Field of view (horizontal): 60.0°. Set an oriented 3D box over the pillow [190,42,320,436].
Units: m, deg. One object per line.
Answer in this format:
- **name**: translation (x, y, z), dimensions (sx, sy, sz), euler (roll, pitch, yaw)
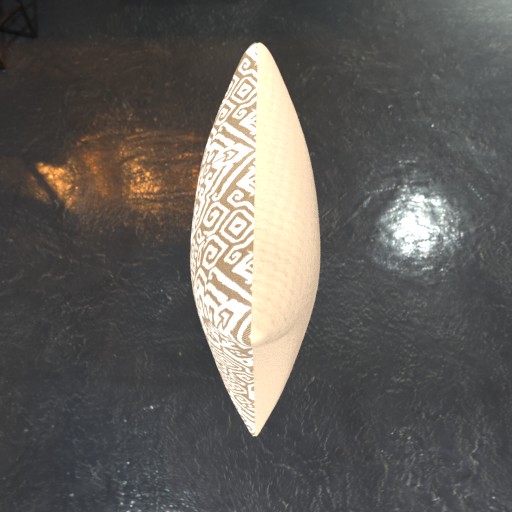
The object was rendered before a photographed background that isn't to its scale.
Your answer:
- **pillow**: translation (0.000, 0.000, 0.638), dimensions (0.173, 0.407, 0.419), euler (1, 58, 0)
